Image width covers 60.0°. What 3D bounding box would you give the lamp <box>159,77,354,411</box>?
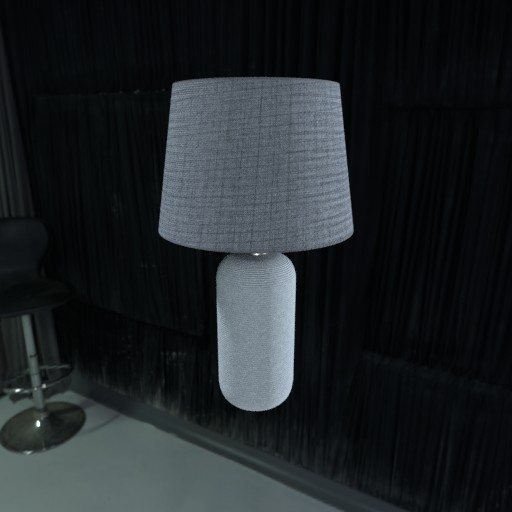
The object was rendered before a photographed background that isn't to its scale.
[{"bbox_3d":[0.000,0.000,0.596,0.251,0.429,0.251,0,17,0],"label":"lamp"}]
